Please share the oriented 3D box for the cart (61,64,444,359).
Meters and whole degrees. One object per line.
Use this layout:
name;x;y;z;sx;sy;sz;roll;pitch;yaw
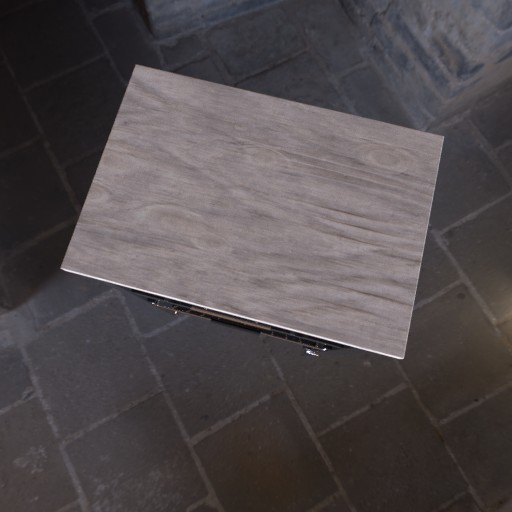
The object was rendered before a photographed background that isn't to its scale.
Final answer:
cart;0.000;0.000;1.166;0.584;0.839;0.403;14;77;3
